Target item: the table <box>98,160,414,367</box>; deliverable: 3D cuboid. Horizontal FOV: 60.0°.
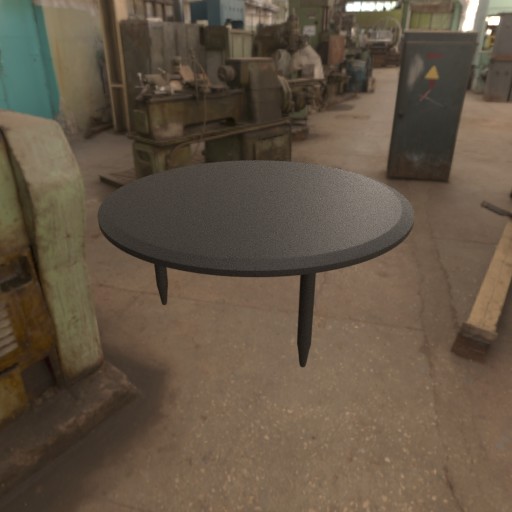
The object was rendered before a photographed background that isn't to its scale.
[{"bbox_3d":[0.000,0.000,1.406,0.900,0.400,0.900,0,26,0],"label":"table"}]
